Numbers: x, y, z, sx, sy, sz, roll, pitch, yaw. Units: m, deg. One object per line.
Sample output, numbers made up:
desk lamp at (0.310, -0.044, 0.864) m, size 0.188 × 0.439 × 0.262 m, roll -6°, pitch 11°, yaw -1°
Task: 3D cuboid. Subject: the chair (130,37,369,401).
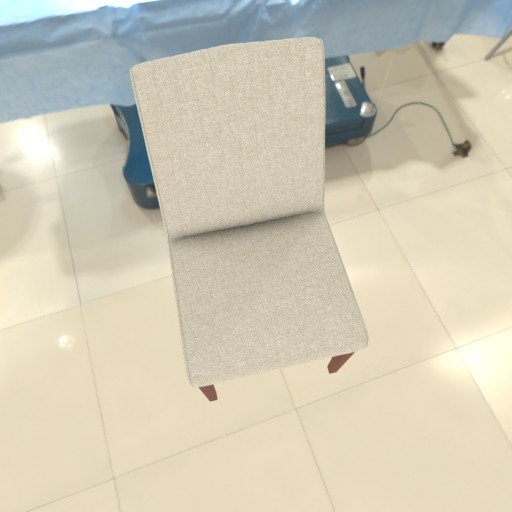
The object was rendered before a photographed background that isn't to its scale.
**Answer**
chair at (0.000, 0.000, 1.216) m, size 0.480 × 0.900 × 0.594 m, roll -11°, pitch 64°, yaw -6°
